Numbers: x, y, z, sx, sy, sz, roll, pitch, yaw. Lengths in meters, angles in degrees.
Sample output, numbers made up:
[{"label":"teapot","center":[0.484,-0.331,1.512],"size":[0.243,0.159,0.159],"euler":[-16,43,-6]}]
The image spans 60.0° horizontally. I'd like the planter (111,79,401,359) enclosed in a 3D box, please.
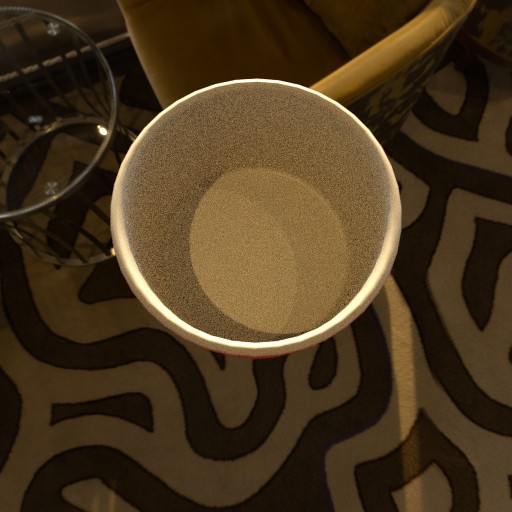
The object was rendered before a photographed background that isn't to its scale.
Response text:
[{"label":"planter","center":[0.000,0.000,0.571],"size":[0.269,0.379,0.269],"euler":[0,76,0]}]
